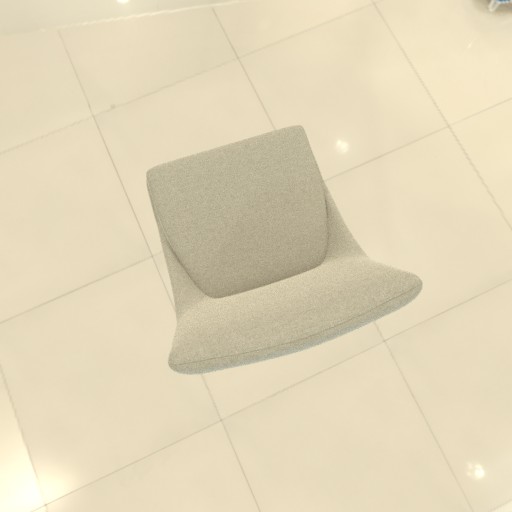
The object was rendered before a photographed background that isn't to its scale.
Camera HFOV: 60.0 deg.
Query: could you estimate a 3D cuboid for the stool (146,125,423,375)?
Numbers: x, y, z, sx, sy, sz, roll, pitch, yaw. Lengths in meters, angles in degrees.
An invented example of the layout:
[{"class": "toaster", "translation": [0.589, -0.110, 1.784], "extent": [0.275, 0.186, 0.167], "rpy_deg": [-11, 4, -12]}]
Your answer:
[{"class": "stool", "translation": [0.000, 0.000, 1.259], "extent": [0.469, 0.991, 0.559], "rpy_deg": [-17, 78, -4]}]
